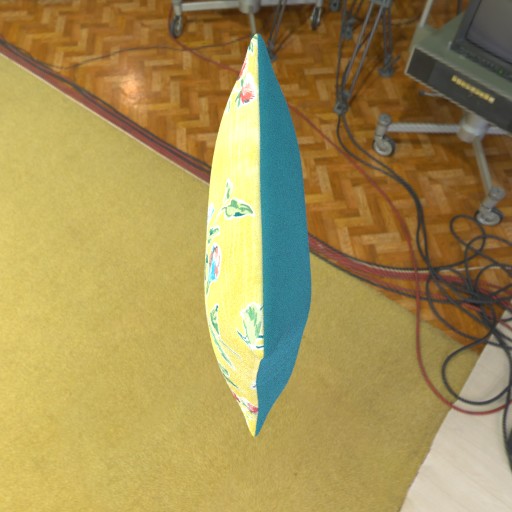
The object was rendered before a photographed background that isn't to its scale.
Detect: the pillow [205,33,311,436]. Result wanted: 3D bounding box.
[{"bbox_3d":[0.000,0.000,0.784,0.166,0.508,0.525,0,59,0],"label":"pillow"}]
